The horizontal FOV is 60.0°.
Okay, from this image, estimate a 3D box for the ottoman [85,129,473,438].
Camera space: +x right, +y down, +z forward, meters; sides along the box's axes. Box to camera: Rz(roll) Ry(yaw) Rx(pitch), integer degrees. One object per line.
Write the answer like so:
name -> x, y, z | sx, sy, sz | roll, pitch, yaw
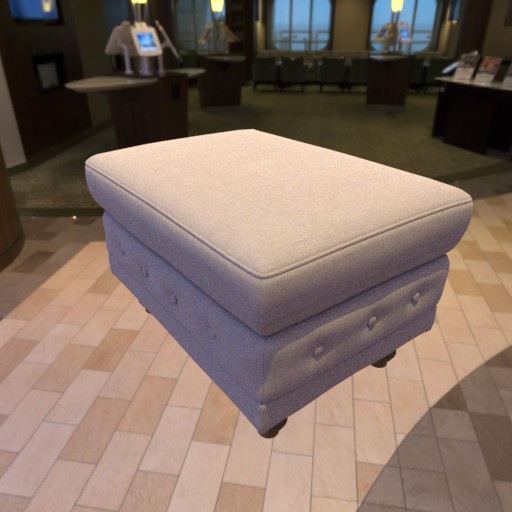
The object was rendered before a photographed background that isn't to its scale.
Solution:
ottoman -> 0.000, 0.000, 1.122 | 0.569, 0.500, 0.771 | -19, 33, -32
